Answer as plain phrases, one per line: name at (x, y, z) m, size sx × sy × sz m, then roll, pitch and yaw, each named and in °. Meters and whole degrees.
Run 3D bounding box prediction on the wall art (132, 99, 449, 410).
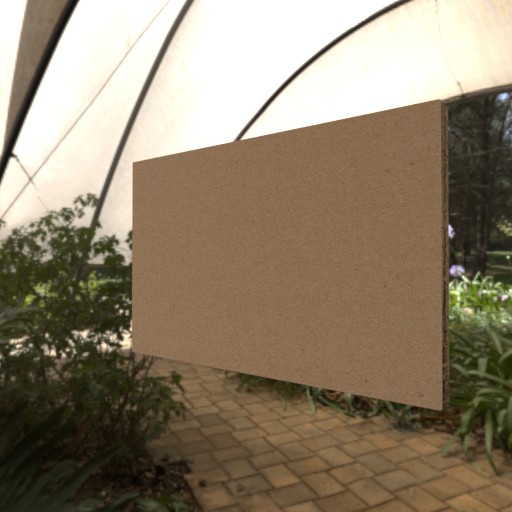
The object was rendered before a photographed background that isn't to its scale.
wall art at (0.000, 0.000, 0.765) m, size 0.618 × 0.398 × 0.042 m, roll 0°, pitch -1°, yaw 37°
